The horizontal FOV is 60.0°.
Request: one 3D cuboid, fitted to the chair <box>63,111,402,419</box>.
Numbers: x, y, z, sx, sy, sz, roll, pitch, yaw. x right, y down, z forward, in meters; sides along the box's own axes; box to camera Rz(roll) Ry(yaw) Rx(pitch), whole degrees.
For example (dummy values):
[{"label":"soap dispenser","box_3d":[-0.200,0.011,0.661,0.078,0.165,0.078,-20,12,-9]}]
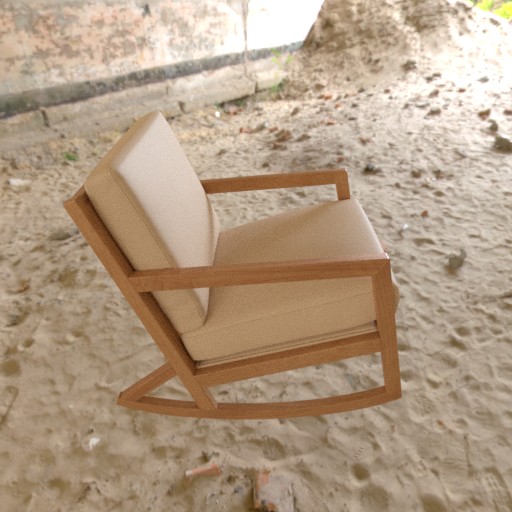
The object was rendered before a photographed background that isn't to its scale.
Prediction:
[{"label":"chair","box_3d":[0.000,0.000,1.412,0.857,0.790,0.622,0,31,0]}]
